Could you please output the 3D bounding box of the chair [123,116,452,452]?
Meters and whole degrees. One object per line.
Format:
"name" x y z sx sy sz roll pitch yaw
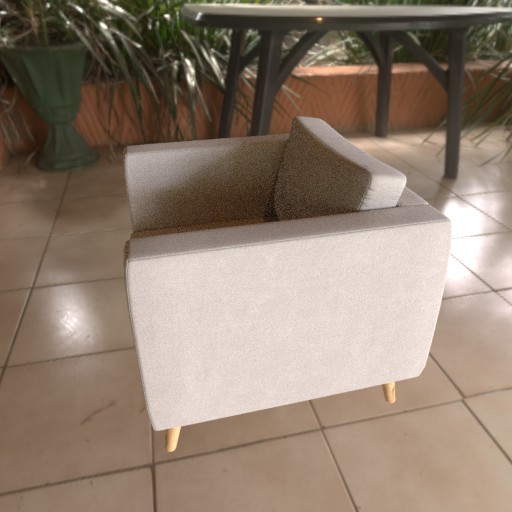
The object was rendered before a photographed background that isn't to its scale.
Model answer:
"chair" 0.000 0.000 1.685 0.930 0.860 1.000 -8 32 -12
